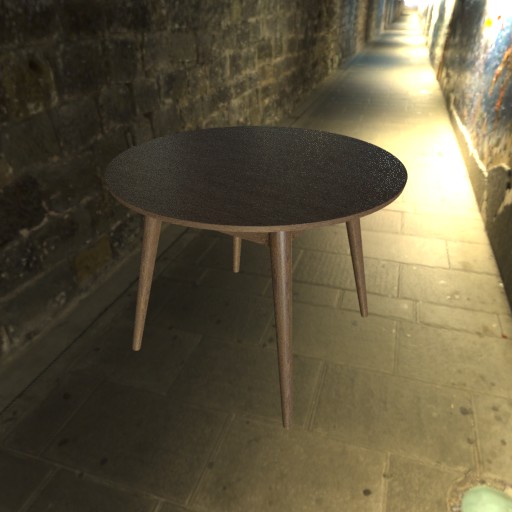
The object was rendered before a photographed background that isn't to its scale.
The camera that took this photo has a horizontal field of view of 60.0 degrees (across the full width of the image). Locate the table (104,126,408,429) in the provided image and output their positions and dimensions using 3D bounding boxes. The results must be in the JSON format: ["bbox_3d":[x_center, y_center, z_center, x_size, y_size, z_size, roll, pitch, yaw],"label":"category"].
[{"bbox_3d":[0.000,0.000,1.799,1.053,0.786,1.053,0,30,0],"label":"table"}]
